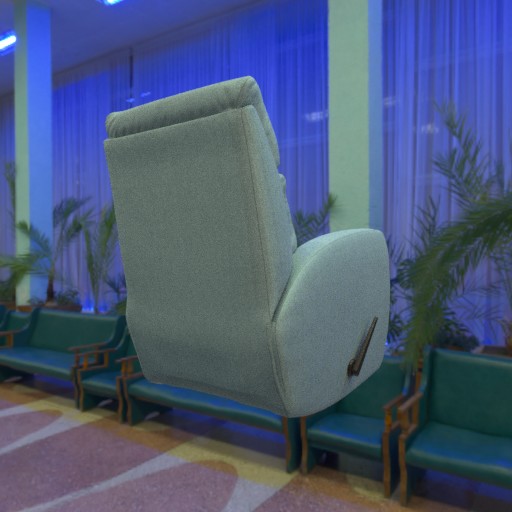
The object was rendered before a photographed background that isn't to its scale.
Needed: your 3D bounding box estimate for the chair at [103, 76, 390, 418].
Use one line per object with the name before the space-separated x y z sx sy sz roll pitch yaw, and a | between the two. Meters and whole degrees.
chair | 0.000 0.000 1.684 0.812 1.013 0.940 0 1 36
